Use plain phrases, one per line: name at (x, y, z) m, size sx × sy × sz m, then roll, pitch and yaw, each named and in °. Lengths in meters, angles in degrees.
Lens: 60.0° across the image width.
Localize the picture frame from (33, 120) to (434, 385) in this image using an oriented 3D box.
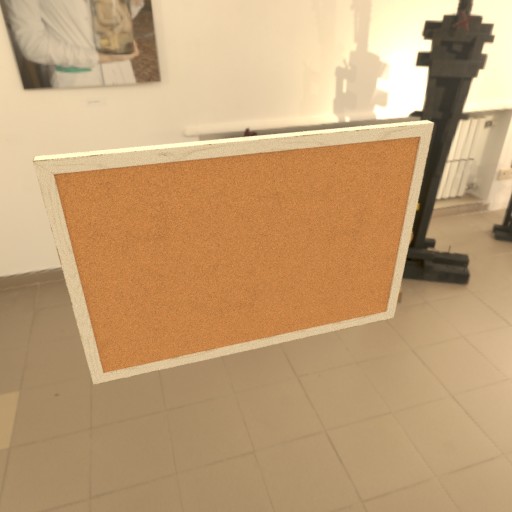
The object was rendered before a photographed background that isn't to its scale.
picture frame at (0.000, 0.000, 1.192) m, size 0.950 × 0.640 × 0.029 m, roll -9°, pitch 33°, yaw -15°
